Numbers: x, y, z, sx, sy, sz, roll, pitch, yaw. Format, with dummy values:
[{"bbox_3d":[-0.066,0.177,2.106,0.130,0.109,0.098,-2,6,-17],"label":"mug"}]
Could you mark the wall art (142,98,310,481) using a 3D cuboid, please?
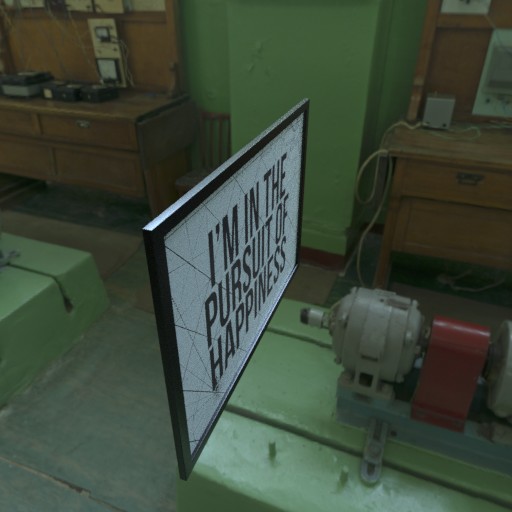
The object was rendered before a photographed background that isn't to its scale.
[{"bbox_3d":[0.000,0.000,1.044,0.015,0.552,0.819,11,33,17],"label":"wall art"}]
